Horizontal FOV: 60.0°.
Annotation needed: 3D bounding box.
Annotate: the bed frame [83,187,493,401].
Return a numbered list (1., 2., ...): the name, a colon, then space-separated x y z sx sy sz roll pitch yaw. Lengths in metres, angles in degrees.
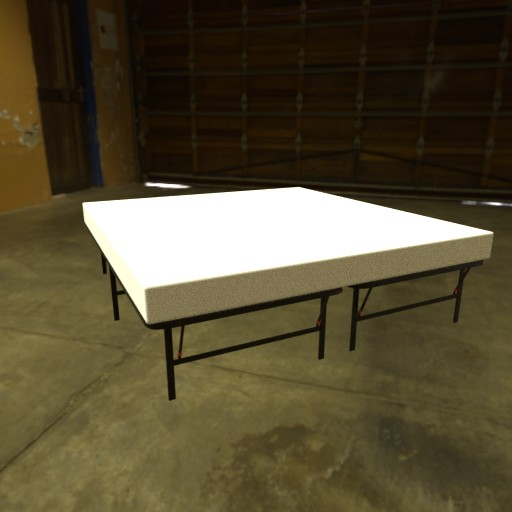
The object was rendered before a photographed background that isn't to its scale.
1. bed frame: 0.000 0.000 2.988 1.930 0.559 2.032 -8 18 -25
